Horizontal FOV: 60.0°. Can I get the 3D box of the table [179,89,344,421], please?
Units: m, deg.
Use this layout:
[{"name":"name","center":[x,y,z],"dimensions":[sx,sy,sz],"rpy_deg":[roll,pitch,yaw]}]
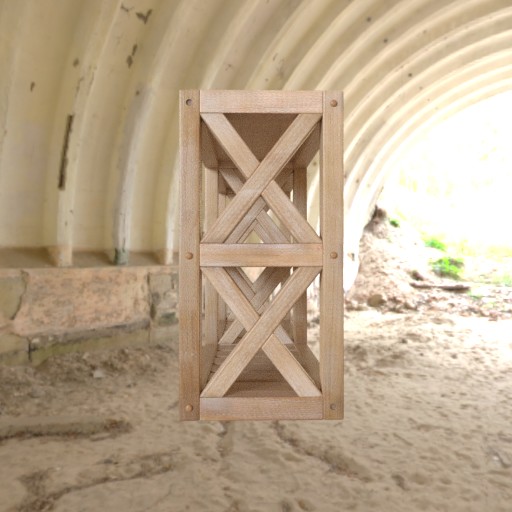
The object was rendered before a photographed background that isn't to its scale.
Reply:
[{"name":"table","center":[0.000,0.000,1.673],"dimensions":[0.381,0.762,1.320],"rpy_deg":[0,0,-1]}]
